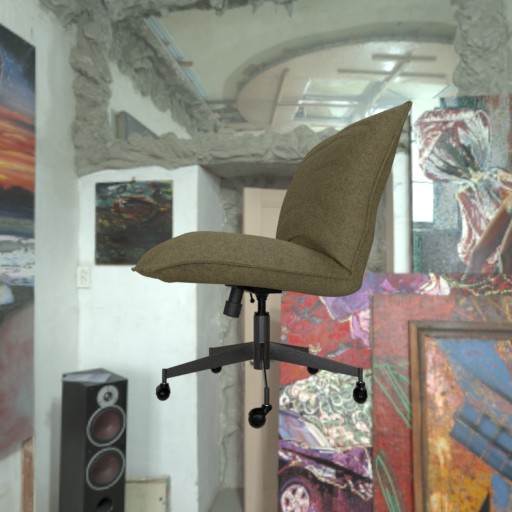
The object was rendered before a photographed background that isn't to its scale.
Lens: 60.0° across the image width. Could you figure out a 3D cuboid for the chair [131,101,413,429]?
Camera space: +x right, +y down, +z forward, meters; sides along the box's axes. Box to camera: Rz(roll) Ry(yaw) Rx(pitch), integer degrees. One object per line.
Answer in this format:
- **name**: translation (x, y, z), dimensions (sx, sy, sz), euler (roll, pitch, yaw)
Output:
- **chair**: translation (0.000, 0.000, 1.322), dimensions (0.696, 0.811, 0.597), euler (0, -1, -19)
